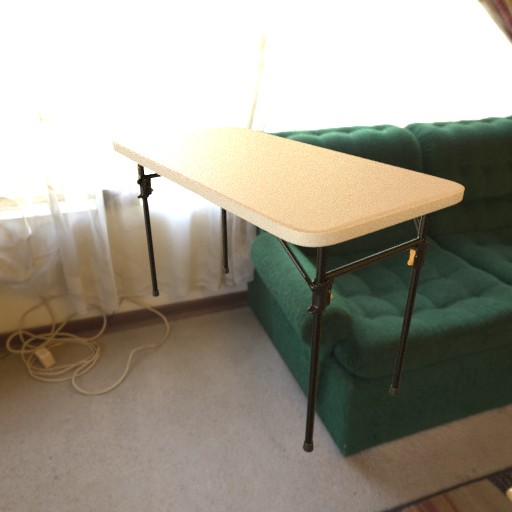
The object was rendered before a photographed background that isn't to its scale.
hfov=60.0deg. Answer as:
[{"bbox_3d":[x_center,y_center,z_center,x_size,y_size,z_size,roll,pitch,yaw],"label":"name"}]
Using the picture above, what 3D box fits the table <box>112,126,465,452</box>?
[{"bbox_3d":[0.000,0.000,1.652,0.610,0.729,1.219,-17,31,-32],"label":"table"}]
